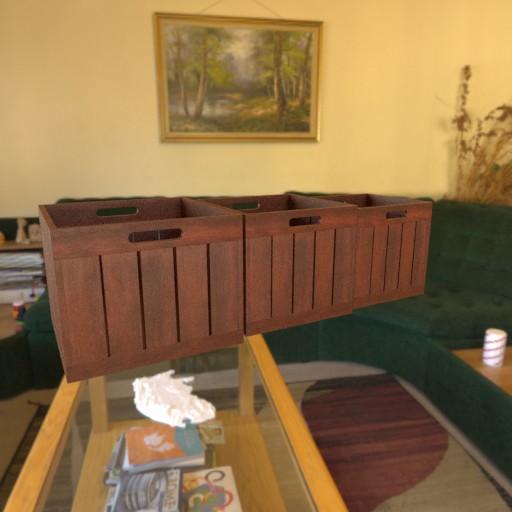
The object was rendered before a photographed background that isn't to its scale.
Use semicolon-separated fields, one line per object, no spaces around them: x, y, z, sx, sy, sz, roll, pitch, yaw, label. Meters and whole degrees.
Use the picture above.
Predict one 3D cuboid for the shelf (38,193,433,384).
0.000;0.000;1.256;1.064;0.311;0.393;-7;16;-27;shelf
